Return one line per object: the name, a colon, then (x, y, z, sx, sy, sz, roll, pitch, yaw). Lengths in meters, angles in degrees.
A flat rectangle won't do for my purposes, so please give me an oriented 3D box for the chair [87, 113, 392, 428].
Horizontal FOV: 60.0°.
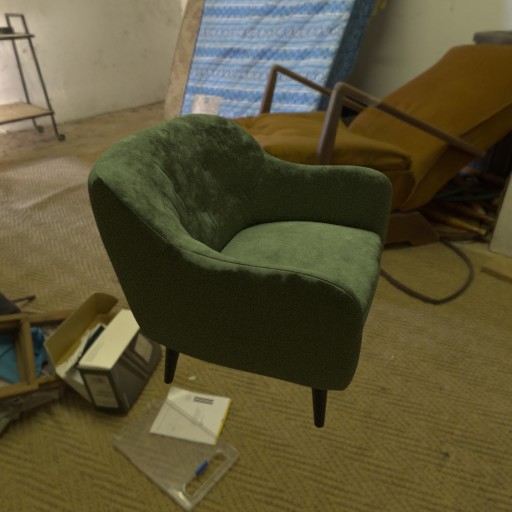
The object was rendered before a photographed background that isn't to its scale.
chair: (0.000, 0.000, 1.510, 0.819, 0.804, 0.840, 10, 32, 17)
